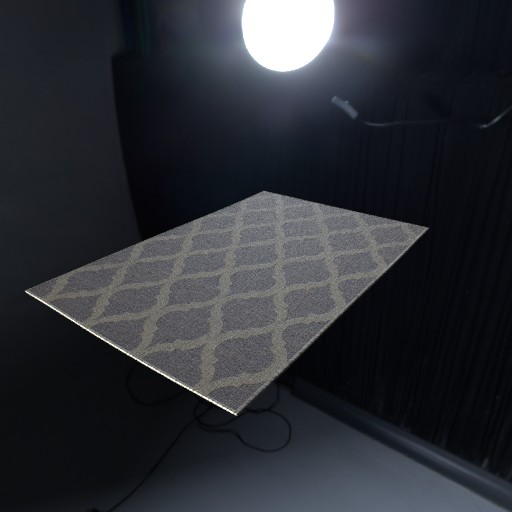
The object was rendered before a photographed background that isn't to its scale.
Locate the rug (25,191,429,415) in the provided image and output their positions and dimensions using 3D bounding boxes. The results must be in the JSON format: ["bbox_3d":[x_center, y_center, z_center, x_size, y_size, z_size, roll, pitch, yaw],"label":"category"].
[{"bbox_3d":[0.000,0.000,2.867,1.522,0.008,2.284,18,31,32],"label":"rug"}]
